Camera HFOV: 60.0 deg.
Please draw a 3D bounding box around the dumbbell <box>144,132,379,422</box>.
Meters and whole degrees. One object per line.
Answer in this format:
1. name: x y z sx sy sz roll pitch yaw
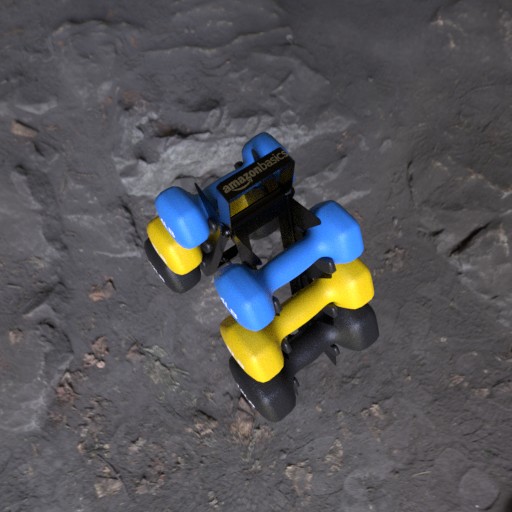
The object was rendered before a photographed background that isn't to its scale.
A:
1. dumbbell: 0.000 0.000 0.686 0.255 0.426 0.409 -34 68 -15
